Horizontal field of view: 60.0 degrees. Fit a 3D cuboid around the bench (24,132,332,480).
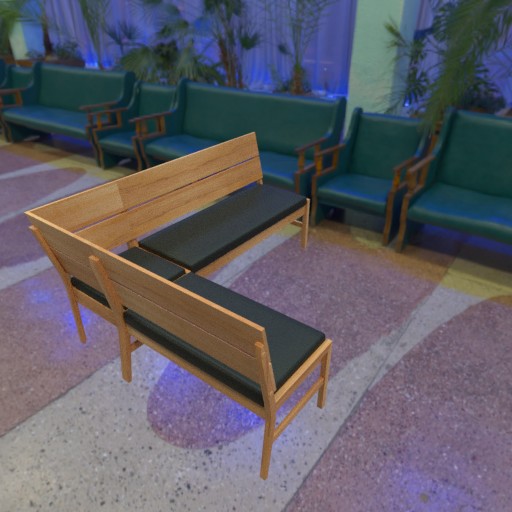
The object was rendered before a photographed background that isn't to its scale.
[{"bbox_3d":[0.000,0.000,2.790,1.548,0.890,1.948,21,37,32],"label":"bench"}]
